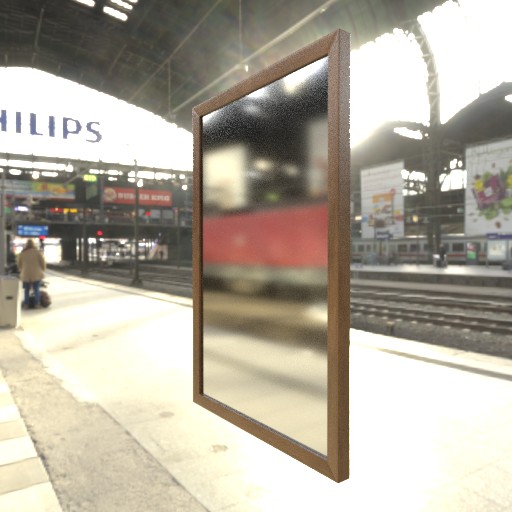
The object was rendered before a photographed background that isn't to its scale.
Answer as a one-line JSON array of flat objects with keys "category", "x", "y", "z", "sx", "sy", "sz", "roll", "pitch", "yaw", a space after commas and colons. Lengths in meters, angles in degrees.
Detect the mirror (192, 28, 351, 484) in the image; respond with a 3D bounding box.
[{"category": "mirror", "x": 0.000, "y": 0.000, "z": 1.146, "sx": 0.040, "sy": 0.915, "sz": 0.609, "roll": 0, "pitch": 1, "yaw": -37}]
